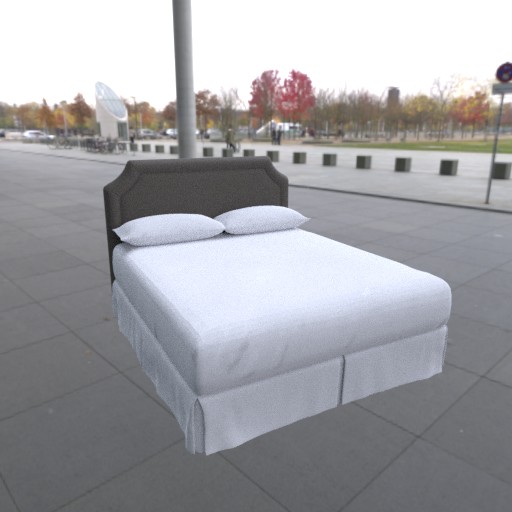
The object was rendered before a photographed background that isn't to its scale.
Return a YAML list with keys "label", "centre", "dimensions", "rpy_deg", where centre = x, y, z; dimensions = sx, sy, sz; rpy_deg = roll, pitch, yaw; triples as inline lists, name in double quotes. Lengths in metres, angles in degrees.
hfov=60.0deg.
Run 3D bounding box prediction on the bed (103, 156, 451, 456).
- label: "bed"
  centre: [0.000, 0.000, 3.901]
  dimensions: [2.194, 1.561, 2.536]
  rpy_deg: [-8, 18, -27]
